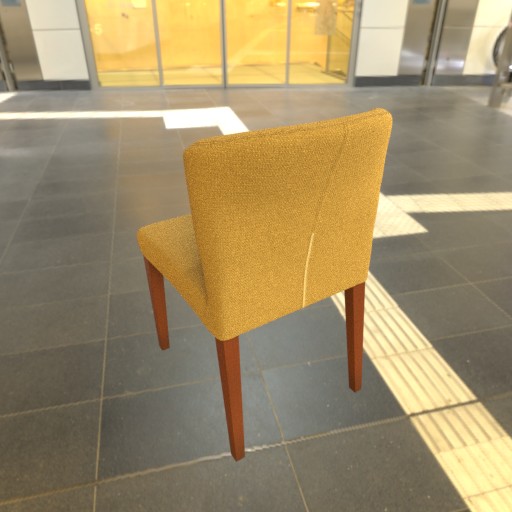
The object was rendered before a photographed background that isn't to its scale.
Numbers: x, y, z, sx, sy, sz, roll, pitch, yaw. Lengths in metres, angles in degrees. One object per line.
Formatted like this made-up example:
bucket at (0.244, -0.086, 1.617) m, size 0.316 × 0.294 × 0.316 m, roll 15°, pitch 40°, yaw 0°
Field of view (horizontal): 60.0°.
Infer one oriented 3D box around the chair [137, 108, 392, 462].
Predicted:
chair at (0.000, 0.000, 1.198) m, size 0.491 × 0.839 × 0.589 m, roll -19°, pitch 35°, yaw -28°
